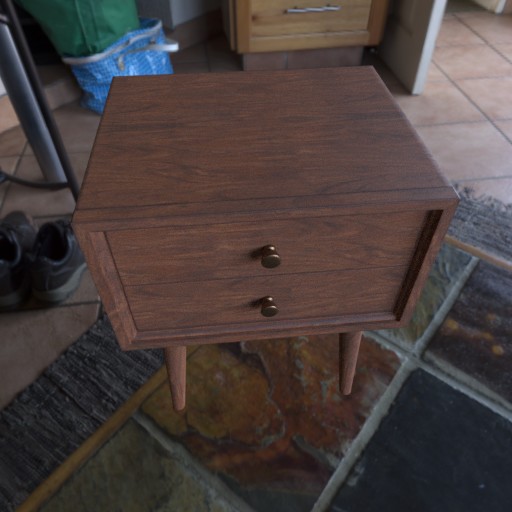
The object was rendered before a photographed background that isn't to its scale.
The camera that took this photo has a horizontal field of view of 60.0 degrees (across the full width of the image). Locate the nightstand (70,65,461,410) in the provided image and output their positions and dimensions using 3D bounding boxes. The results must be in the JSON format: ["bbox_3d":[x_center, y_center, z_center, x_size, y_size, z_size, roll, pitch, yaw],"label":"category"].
[{"bbox_3d":[0.000,0.000,0.949,0.521,0.607,0.445,-4,46,-4],"label":"nightstand"}]
